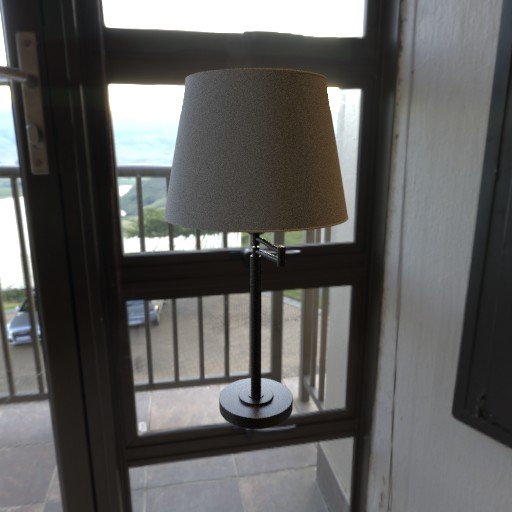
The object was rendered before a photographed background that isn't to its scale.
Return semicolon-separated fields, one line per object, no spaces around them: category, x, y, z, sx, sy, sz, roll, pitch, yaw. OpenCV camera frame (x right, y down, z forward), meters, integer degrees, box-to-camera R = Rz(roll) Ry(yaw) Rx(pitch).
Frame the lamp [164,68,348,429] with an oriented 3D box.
lamp;0.000;0.000;0.908;0.363;0.696;0.363;0;14;0
